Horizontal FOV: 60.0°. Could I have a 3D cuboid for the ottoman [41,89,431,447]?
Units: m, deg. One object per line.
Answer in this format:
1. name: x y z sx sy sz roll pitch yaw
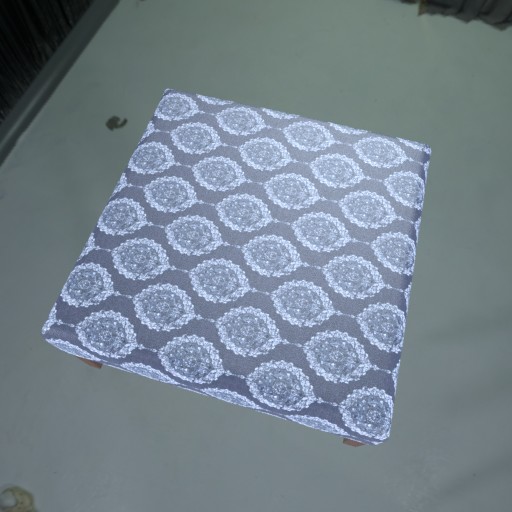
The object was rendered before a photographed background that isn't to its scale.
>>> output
1. ottoman: 0.000 0.000 1.381 0.890 0.409 0.889 15 64 7
